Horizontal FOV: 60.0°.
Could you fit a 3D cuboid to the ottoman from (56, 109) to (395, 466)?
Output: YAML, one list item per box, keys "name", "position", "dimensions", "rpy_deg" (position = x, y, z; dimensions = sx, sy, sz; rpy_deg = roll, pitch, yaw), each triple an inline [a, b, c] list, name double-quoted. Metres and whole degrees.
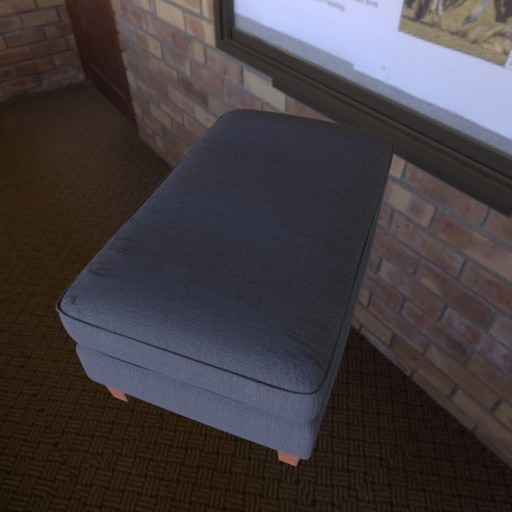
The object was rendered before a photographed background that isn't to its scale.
- name: "ottoman"
  position: [0.000, 0.000, 1.187]
  dimensions: [0.570, 0.438, 0.885]
  rpy_deg: [15, 47, 14]
